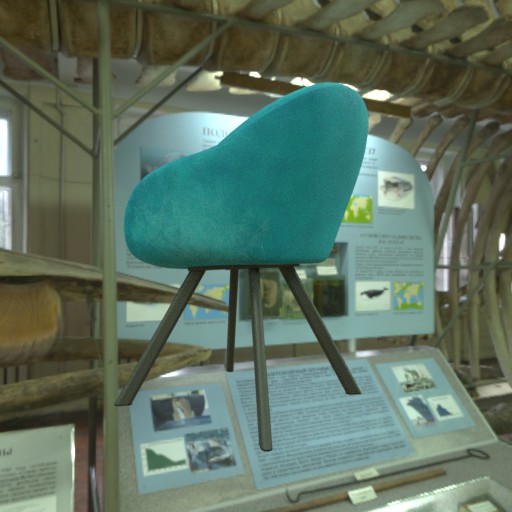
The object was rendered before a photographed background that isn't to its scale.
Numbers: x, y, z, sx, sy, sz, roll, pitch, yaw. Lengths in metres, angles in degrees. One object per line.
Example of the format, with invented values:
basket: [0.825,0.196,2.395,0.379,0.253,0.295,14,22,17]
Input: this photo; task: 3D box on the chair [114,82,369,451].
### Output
chair: [0.000,0.000,1.213,0.590,0.795,0.550,0,-1,36]
